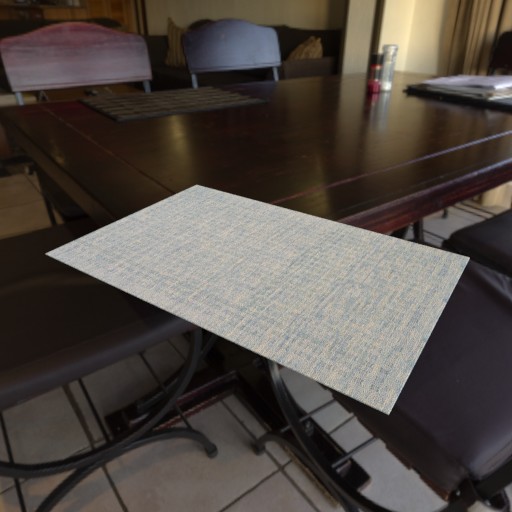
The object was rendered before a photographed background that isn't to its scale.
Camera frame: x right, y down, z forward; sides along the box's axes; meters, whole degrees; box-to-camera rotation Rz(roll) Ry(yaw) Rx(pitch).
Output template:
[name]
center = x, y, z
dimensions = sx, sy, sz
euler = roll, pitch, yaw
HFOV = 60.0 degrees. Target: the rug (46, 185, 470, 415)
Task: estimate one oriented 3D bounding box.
[rug]
center = 0.000, 0.000, 2.186
dimensions = 1.752, 0.006, 1.142
euler = 19, 35, 29
